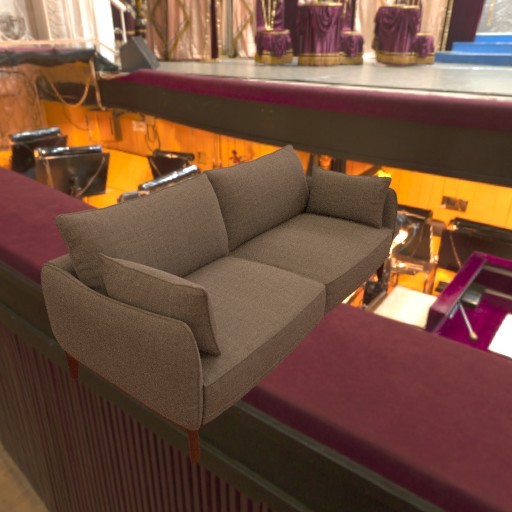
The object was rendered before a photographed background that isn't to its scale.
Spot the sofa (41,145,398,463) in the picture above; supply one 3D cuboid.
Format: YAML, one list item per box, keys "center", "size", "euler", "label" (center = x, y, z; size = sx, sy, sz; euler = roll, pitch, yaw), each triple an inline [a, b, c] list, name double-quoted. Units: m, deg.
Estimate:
- center: [0.000, 0.000, 2.457]
  size: [0.972, 0.851, 1.989]
  euler: [18, 31, 32]
  label: "sofa"
